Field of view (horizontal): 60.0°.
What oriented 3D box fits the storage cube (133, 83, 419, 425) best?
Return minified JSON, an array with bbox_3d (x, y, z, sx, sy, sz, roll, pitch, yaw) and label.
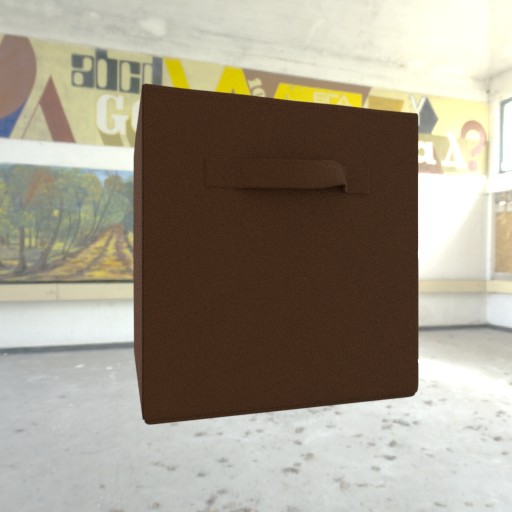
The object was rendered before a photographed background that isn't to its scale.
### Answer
[{"bbox_3d":[0.000,0.000,0.510,0.270,0.280,0.270,0,0,-17],"label":"storage cube"}]
